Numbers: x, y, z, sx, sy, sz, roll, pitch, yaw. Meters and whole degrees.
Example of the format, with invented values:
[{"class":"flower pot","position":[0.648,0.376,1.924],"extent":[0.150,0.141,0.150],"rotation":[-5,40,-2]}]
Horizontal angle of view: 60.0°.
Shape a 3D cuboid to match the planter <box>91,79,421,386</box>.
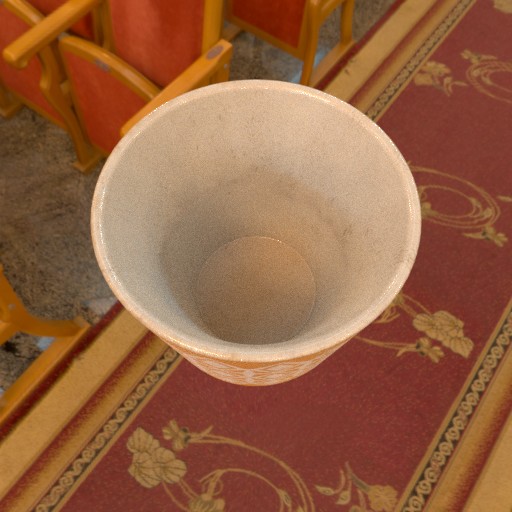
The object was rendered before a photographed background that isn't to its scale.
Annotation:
[{"class":"planter","position":[0.000,0.000,0.218],"extent":[0.126,0.104,0.126],"rotation":[0,64,0]}]
